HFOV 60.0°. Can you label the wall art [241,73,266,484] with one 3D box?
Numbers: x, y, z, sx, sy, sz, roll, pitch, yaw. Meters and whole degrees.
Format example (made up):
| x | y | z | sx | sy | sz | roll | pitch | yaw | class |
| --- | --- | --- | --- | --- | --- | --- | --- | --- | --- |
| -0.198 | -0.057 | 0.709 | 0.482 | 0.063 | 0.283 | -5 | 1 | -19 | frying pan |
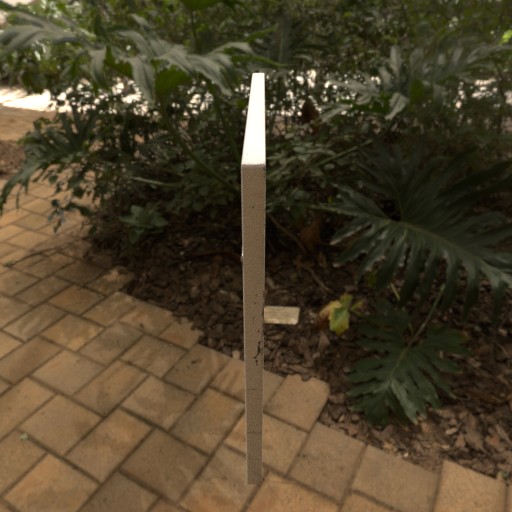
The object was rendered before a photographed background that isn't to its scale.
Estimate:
| x | y | z | sx | sy | sz | roll | pitch | yaw | class |
| --- | --- | --- | --- | --- | --- | --- | --- | --- | --- |
| 0.000 | 0.000 | 1.137 | 0.038 | 0.762 | 0.762 | 0 | 31 | 1 | wall art |
